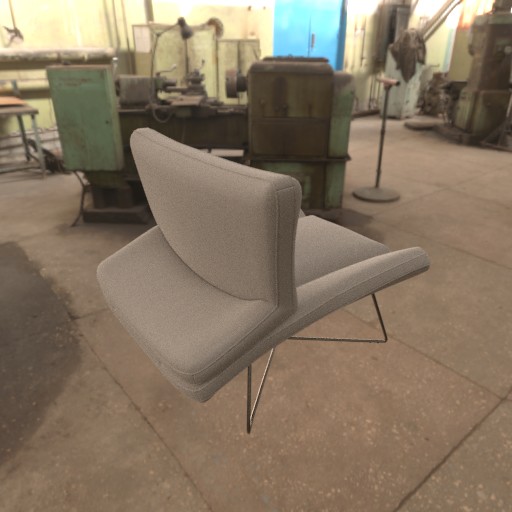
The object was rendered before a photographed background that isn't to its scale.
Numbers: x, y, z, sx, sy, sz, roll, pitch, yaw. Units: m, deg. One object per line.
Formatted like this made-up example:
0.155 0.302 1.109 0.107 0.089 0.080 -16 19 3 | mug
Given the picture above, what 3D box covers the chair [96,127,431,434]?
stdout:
0.000 0.000 1.638 1.008 0.855 0.859 -18 31 -32 | chair
